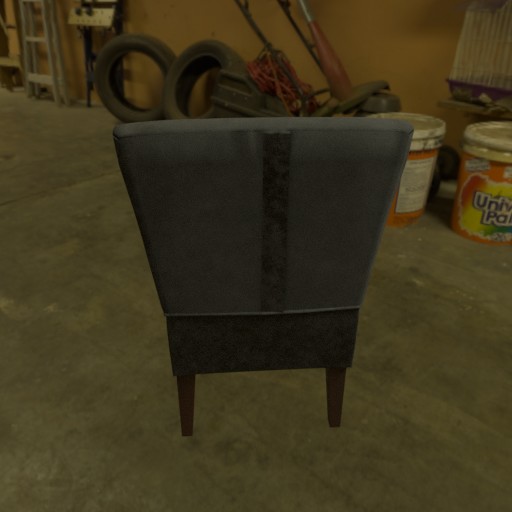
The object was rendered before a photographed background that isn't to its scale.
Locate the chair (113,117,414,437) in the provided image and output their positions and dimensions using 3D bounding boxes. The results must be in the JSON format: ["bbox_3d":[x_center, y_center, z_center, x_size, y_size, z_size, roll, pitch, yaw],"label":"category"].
[{"bbox_3d":[0.000,0.000,1.167,0.521,0.806,0.554,-2,29,-3],"label":"chair"}]
